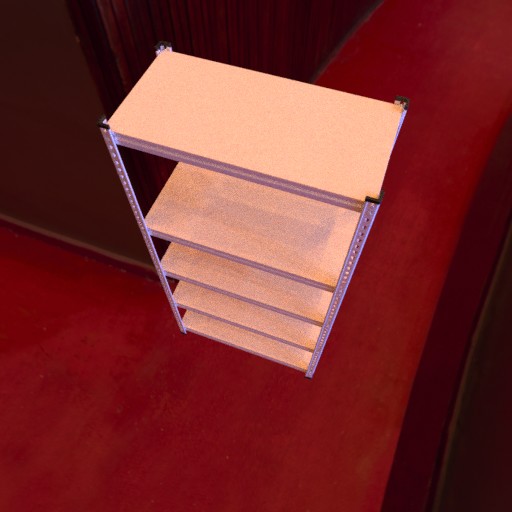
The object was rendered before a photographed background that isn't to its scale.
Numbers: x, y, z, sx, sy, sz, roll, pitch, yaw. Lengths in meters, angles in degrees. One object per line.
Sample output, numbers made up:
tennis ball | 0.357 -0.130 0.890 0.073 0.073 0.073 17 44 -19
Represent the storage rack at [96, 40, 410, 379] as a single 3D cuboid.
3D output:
storage rack | 0.000 0.000 2.210 0.914 1.829 0.457 17 61 10
